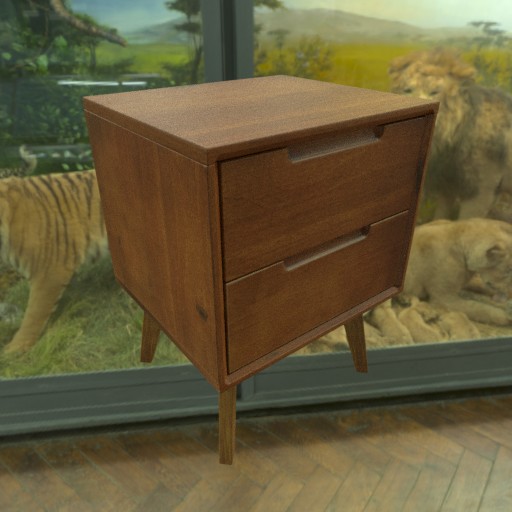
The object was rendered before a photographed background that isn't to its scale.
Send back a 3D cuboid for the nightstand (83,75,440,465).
[{"bbox_3d":[0.000,0.000,0.910,0.460,0.618,0.411,-21,36,-32],"label":"nightstand"}]
